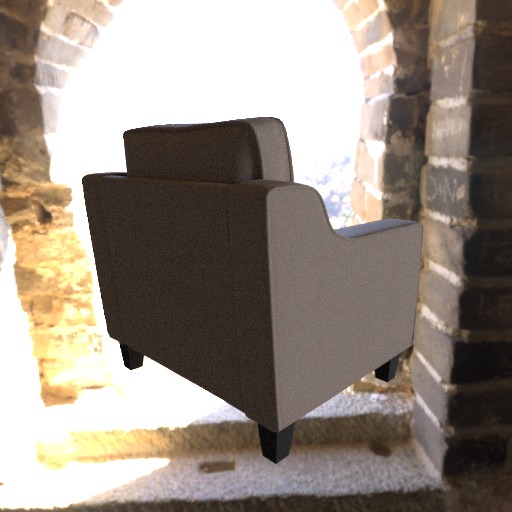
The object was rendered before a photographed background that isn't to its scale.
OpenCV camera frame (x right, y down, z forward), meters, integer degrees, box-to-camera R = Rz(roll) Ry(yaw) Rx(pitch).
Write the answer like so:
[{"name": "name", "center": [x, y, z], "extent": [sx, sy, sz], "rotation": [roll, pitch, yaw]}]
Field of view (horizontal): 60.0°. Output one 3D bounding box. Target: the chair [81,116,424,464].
[{"name": "chair", "center": [0.000, 0.000, 1.655], "extent": [0.922, 0.948, 0.882], "rotation": [13, 18, 43]}]
